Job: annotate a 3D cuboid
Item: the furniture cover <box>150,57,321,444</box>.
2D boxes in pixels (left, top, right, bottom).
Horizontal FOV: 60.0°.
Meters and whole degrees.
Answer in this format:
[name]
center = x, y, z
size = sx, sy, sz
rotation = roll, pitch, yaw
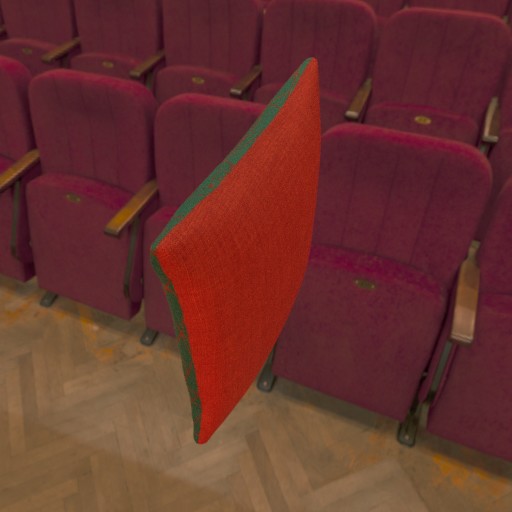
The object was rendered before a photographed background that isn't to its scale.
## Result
[furniture cover]
center = 0.000, 0.000, 0.785
size = 0.158, 0.508, 0.517
rotation = 17, 48, 16
